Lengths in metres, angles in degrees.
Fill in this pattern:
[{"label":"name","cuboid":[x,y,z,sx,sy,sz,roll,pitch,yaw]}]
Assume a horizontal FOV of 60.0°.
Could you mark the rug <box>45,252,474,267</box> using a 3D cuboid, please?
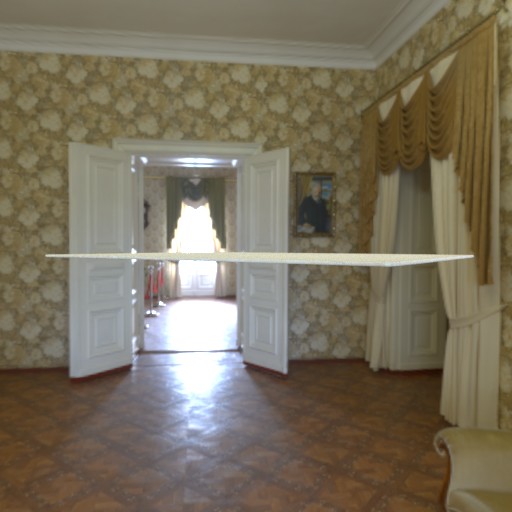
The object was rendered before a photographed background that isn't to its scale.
[{"label":"rug","cuboid":[0.000,0.000,2.276,1.848,0.014,1.238,1,2,36]}]
